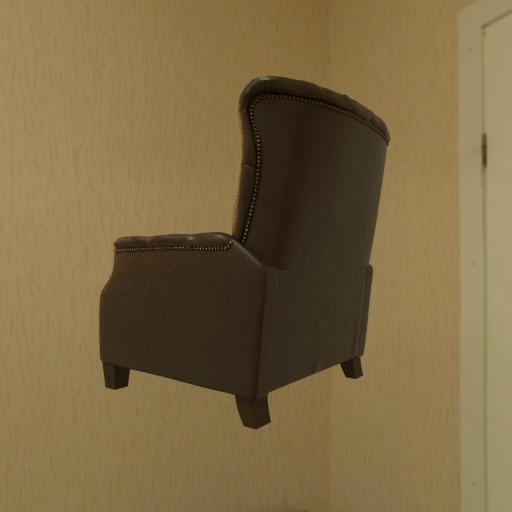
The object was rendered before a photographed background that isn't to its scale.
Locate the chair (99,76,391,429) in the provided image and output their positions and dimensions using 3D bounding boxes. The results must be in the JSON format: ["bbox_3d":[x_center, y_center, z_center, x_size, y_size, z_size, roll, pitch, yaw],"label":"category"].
[{"bbox_3d":[0.000,0.000,1.502,0.823,0.864,0.709,-1,-1,37],"label":"chair"}]
